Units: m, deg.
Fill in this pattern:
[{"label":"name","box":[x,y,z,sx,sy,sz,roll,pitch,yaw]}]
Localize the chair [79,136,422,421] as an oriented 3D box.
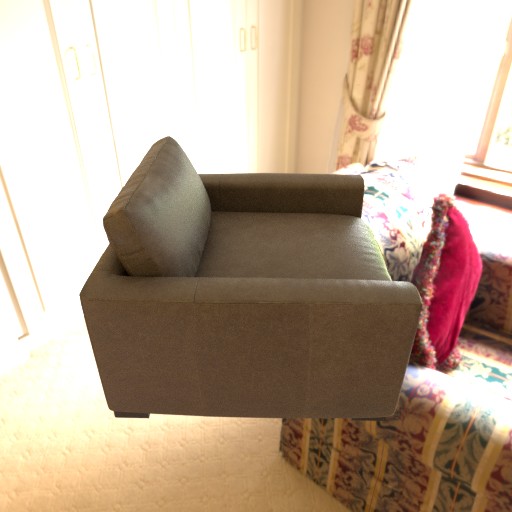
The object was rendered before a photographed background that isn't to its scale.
[{"label":"chair","box":[0.000,0.000,1.868,1.080,0.807,1.106,1,32,1]}]
